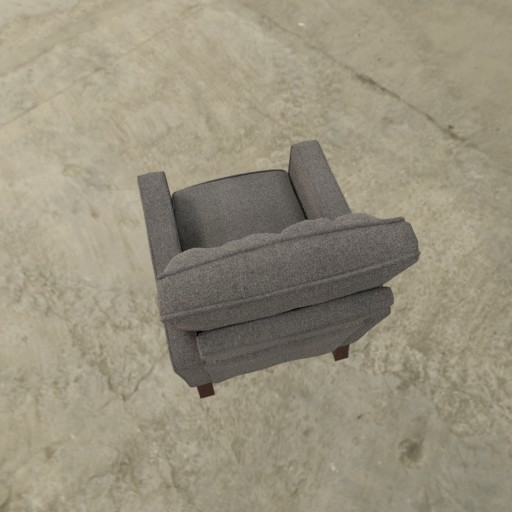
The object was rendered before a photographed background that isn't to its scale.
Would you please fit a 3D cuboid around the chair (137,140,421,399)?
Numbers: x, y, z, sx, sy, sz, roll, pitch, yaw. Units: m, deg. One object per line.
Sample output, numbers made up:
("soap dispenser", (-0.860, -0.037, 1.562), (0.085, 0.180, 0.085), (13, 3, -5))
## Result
("chair", (0.000, 0.000, 1.452), (0.650, 0.889, 0.775), (-13, 60, -8))
